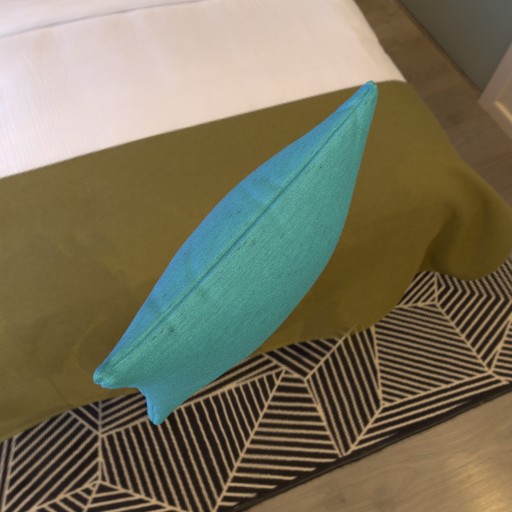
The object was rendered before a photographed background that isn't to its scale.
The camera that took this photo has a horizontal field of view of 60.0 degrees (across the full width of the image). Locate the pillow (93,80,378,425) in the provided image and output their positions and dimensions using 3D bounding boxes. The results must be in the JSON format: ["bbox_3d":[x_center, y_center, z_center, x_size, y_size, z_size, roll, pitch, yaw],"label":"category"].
[{"bbox_3d":[0.000,0.000,0.776,0.210,0.338,0.633,35,68,16],"label":"pillow"}]
